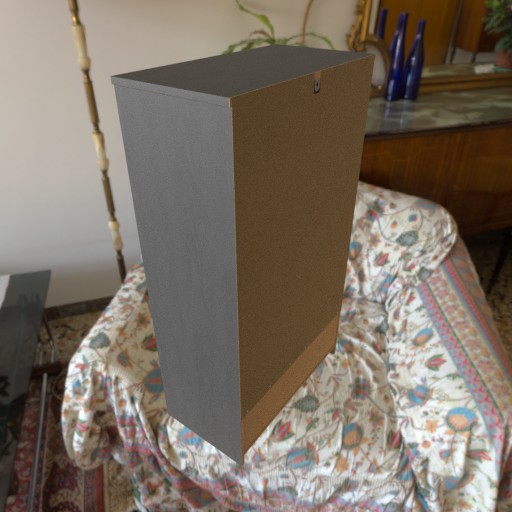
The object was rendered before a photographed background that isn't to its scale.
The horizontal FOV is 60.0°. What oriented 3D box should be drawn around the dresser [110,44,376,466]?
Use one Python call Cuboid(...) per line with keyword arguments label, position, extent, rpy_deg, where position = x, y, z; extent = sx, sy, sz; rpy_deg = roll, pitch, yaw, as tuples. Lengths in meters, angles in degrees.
Cuboid(label="dresser", position=(0.000, 0.000, 1.554), extent=(0.399, 1.255, 0.704), rpy_deg=(22, 39, 30))
